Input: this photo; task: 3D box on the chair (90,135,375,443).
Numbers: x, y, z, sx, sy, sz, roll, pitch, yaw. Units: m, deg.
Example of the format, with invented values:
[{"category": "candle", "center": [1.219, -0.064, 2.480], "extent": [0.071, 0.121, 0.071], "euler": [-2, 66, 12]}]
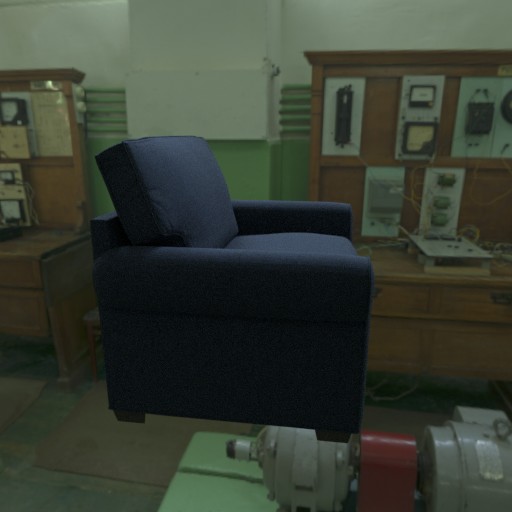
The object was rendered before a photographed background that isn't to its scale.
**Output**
[{"category": "chair", "center": [0.000, 0.000, 1.996], "extent": [0.963, 1.044, 1.285], "euler": [2, 16, 8]}]
